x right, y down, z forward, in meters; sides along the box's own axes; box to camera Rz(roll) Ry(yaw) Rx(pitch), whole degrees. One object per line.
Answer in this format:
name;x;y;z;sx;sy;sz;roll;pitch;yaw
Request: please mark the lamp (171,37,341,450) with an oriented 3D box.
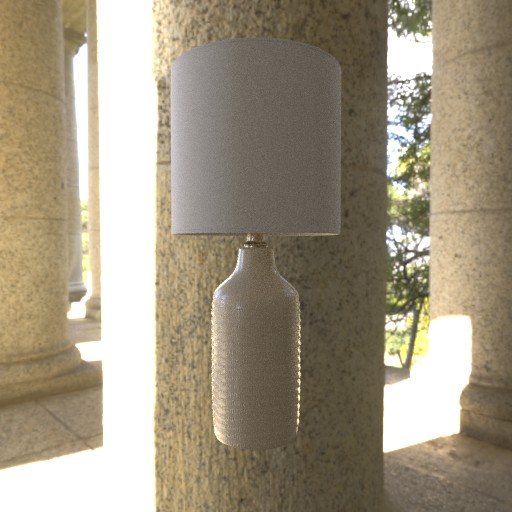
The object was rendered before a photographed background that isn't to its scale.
lamp;0.000;0.000;0.591;0.220;0.475;0.220;1;2;18
